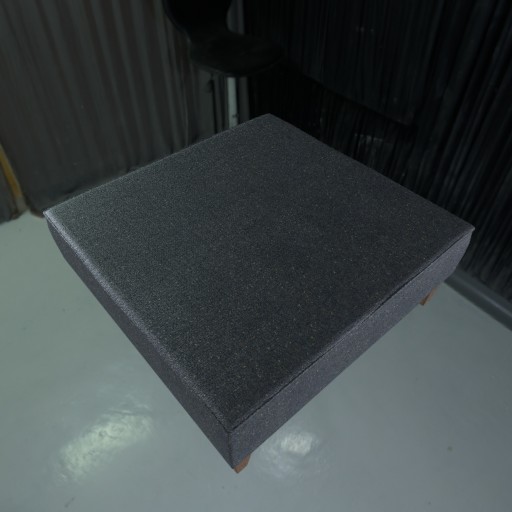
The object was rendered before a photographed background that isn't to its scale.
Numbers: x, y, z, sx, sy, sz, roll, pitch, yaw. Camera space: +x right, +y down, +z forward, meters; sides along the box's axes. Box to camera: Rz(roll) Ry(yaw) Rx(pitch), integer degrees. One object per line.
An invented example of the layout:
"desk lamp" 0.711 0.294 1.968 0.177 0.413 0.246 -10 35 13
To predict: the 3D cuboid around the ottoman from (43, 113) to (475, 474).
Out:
"ottoman" 0.000 0.000 1.525 1.004 0.382 0.968 -32 54 -27
